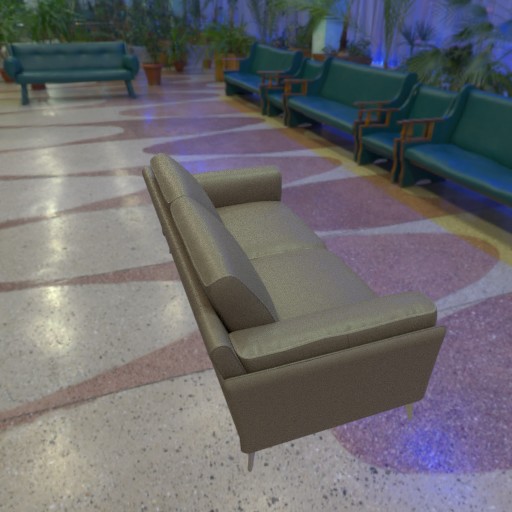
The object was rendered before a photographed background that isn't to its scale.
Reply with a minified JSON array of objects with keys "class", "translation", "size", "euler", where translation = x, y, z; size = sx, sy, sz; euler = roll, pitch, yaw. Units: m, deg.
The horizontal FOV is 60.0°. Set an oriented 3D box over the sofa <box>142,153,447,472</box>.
[{"class":"sofa","translation":[0.000,0.000,2.658],"size":[1.049,0.930,2.101],"euler":[-10,32,-16]}]
